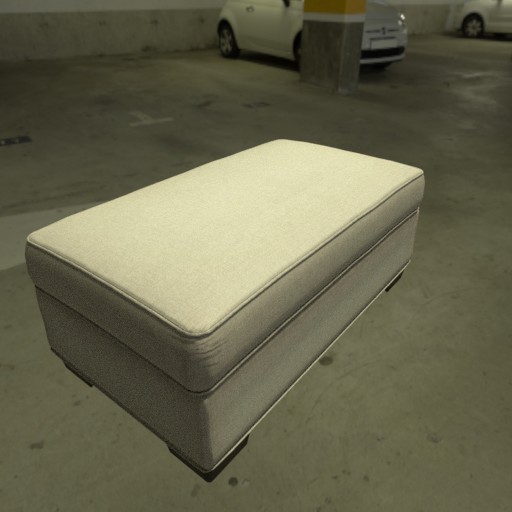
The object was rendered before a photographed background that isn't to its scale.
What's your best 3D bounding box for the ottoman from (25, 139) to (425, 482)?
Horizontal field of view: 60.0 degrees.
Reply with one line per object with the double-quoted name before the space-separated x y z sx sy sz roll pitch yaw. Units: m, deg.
"ottoman" 0.000 0.000 1.359 0.617 0.461 1.097 22 37 32
